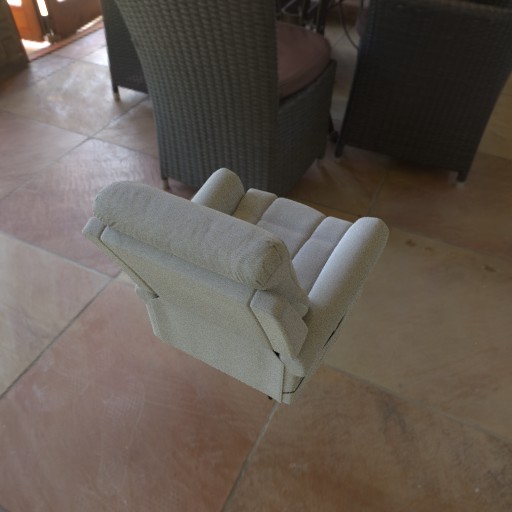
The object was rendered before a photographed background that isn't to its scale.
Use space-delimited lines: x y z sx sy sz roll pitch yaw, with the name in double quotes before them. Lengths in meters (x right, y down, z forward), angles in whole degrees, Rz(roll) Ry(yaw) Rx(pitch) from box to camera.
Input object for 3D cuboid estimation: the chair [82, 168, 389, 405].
"chair" 0.000 0.000 1.786 0.871 1.031 0.979 22 49 20
